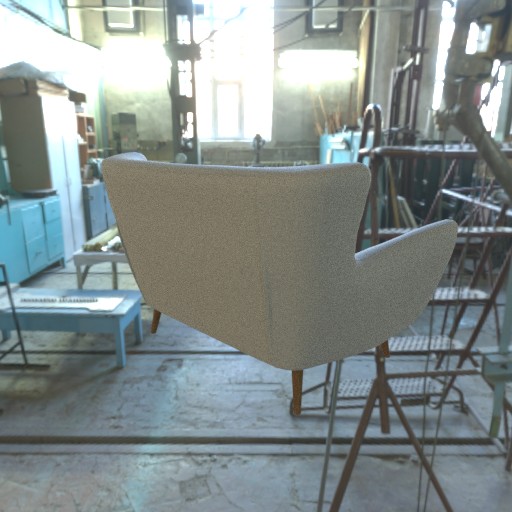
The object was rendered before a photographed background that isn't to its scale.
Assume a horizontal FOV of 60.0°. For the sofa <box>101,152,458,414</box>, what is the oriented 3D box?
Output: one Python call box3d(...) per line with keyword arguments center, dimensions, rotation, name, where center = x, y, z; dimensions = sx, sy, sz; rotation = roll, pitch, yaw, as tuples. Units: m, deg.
box3d(center=(0.000, 0.000, 1.966), dimensions=(0.921, 0.878, 1.424), rotation=(-14, 21, -43), name="sofa")
